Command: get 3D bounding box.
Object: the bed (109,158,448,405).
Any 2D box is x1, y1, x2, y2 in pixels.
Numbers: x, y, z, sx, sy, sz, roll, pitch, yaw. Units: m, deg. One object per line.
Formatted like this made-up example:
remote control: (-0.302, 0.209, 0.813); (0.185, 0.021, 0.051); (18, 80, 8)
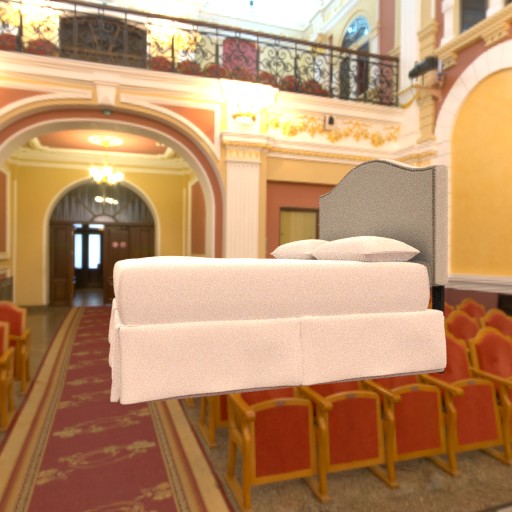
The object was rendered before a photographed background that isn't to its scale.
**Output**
bed: (0.000, 0.000, 3.456); (2.180, 1.607, 1.813); (0, 0, -19)
